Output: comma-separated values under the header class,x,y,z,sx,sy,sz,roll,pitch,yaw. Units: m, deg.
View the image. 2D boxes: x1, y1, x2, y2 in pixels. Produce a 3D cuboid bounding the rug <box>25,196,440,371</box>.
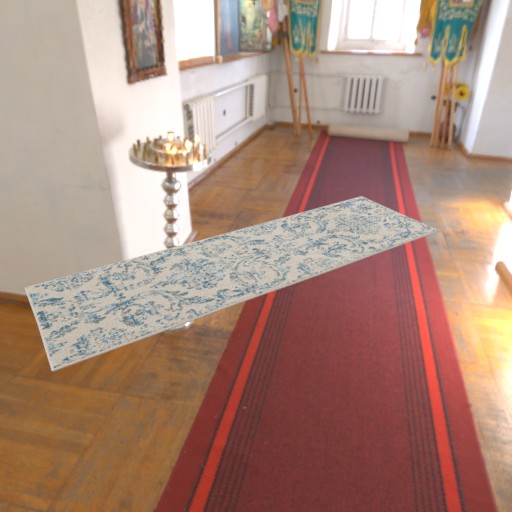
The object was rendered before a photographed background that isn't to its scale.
class,x,y,z,sx,sy,sz,roll,pitch,yaw
rug,0.000,0.000,2.386,2.196,0.011,0.662,-17,34,-28
